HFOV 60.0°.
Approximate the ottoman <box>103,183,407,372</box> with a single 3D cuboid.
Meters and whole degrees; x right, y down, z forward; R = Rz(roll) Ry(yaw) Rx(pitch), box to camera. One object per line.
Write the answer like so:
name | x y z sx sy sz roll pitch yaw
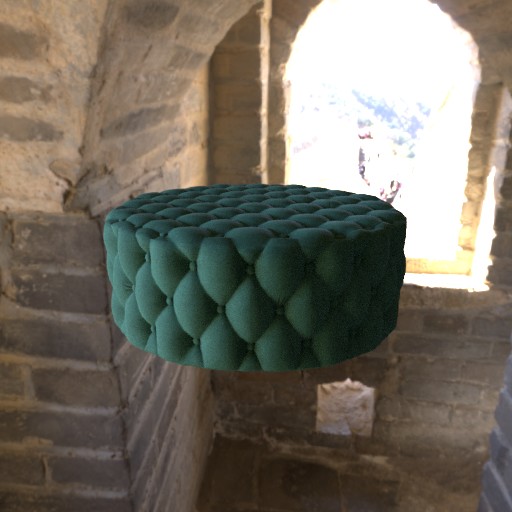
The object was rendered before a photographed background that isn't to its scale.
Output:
ottoman | 0.000 0.000 1.549 0.998 0.399 0.998 0 17 0
